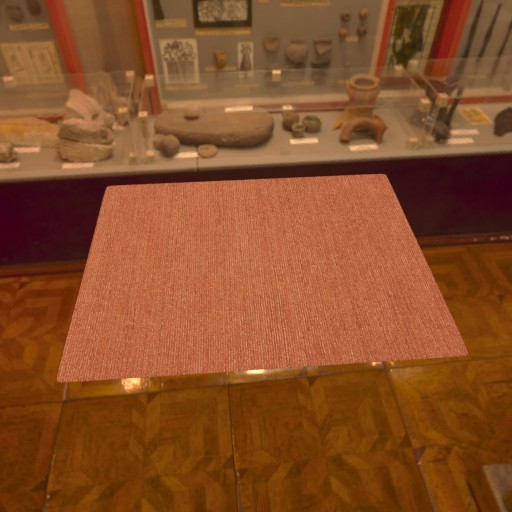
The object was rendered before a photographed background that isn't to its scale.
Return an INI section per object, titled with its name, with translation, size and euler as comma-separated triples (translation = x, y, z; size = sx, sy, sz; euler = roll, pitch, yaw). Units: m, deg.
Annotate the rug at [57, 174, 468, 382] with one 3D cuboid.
[rug]
translation = 0.000, 0.000, 2.797
size = 2.112, 0.009, 1.594
euler = -3, 46, -3
